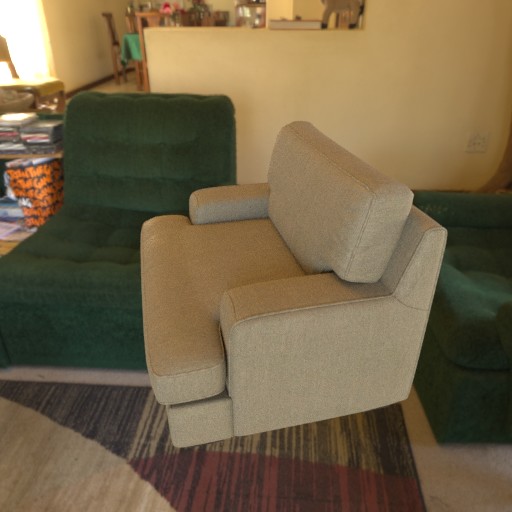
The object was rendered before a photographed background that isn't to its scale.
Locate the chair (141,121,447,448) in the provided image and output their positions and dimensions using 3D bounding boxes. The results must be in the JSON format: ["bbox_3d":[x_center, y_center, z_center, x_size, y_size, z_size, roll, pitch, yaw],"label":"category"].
[{"bbox_3d":[0.000,0.000,2.023,1.043,0.974,1.270,-7,30,-12],"label":"chair"}]
